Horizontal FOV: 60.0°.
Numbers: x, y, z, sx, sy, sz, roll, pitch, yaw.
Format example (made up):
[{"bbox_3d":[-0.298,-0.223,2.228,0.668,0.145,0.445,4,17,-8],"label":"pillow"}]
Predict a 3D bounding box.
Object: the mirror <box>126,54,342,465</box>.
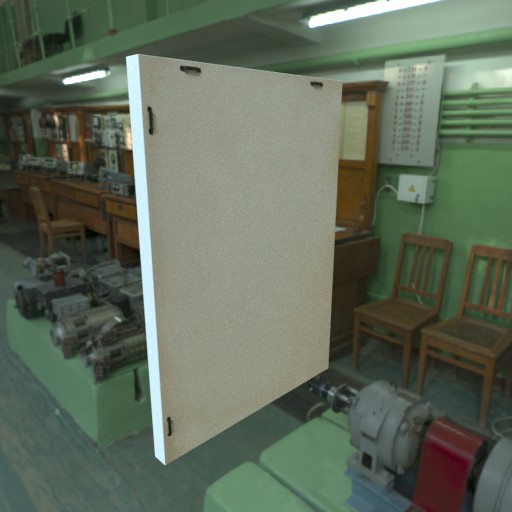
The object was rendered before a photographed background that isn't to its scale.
[{"bbox_3d":[0.000,0.000,0.916,0.507,0.710,0.040,-15,21,-42],"label":"mirror"}]
